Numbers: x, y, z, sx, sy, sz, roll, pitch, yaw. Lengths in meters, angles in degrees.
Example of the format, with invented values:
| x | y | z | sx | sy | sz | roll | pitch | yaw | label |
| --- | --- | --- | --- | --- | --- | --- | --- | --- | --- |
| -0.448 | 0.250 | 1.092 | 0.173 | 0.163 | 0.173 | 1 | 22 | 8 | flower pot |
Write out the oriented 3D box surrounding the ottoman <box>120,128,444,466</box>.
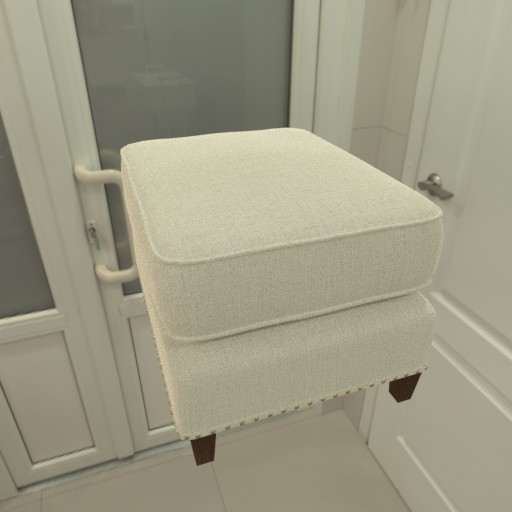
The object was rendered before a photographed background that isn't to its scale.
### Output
| x | y | z | sx | sy | sz | roll | pitch | yaw | label |
| --- | --- | --- | --- | --- | --- | --- | --- | --- | --- |
| 0.000 | 0.000 | 1.144 | 0.589 | 0.537 | 0.738 | -10 | 32 | -17 | ottoman |
